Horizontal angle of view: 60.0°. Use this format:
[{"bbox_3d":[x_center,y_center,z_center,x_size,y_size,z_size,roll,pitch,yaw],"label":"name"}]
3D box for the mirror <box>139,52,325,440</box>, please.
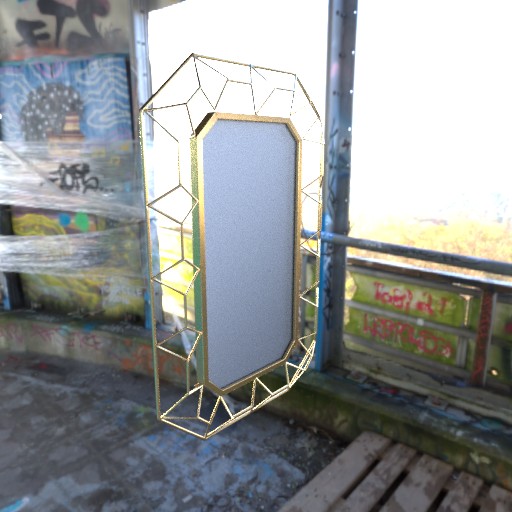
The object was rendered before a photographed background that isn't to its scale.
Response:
[{"bbox_3d":[0.000,0.000,1.069,0.051,0.870,0.572,13,18,42],"label":"mirror"}]
